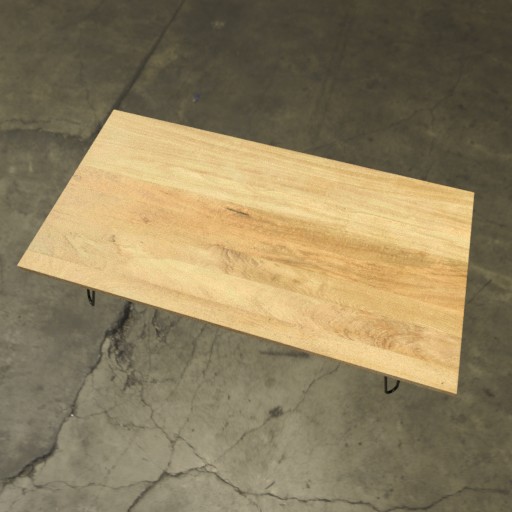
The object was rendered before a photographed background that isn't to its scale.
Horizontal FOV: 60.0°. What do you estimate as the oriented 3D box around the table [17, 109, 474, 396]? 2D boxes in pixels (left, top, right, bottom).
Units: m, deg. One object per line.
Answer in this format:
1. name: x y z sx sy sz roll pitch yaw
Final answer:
1. table: 0.000 0.000 1.624 1.348 0.400 0.699 15 63 8
